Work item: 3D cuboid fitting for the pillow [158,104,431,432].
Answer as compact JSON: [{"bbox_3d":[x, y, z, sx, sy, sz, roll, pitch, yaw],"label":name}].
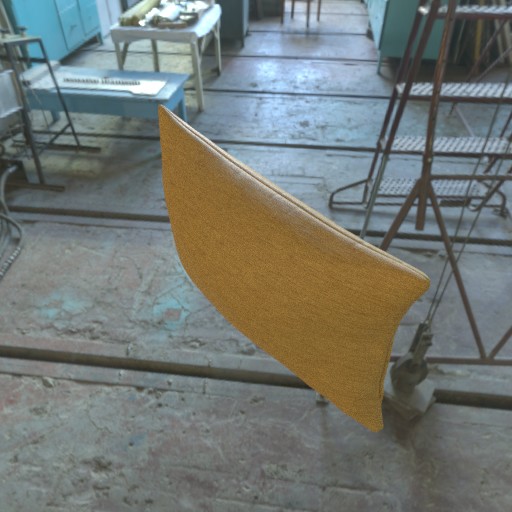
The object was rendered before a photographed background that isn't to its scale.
[{"bbox_3d":[0.000,0.000,0.798,0.210,0.354,0.634,-28,48,-28],"label":"pillow"}]
